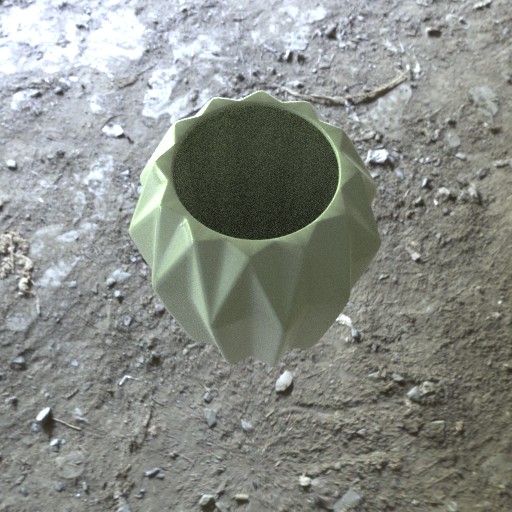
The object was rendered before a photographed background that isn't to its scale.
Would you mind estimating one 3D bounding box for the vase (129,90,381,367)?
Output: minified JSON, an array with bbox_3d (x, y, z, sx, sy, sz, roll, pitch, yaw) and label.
[{"bbox_3d":[0.000,0.000,0.414,0.195,0.275,0.195,0,64,0],"label":"vase"}]
